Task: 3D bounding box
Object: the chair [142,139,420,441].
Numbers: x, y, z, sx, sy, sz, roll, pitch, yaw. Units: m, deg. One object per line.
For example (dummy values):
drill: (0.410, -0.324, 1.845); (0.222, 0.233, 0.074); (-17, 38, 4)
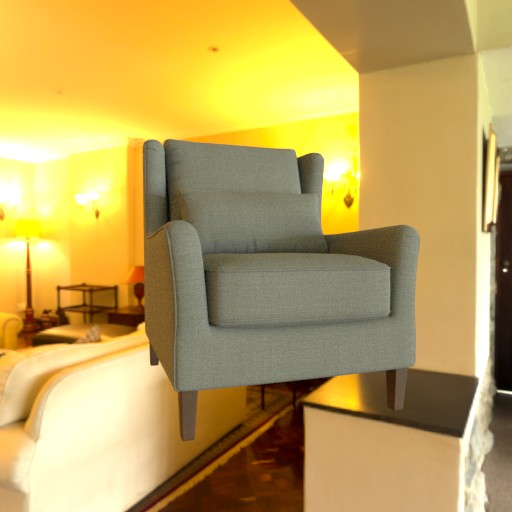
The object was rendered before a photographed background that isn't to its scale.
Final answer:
chair: (0.000, 0.000, 1.822); (0.866, 1.056, 1.040); (0, 1, -19)
